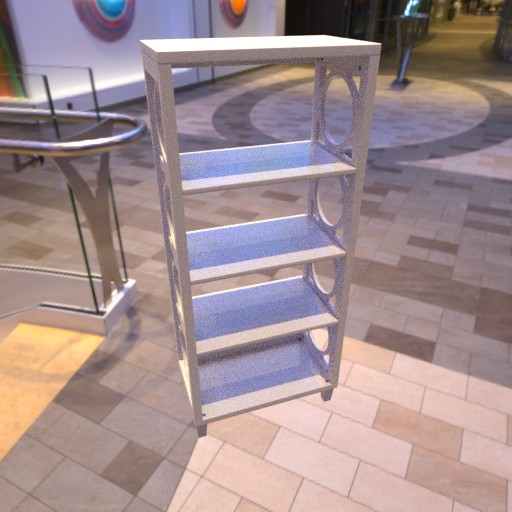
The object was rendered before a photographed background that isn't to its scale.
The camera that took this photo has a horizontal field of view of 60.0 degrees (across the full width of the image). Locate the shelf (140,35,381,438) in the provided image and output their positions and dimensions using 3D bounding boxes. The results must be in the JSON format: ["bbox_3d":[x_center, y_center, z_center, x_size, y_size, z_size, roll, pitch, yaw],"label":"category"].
[{"bbox_3d":[0.000,0.000,1.616,0.611,1.411,0.340,-10,32,-17],"label":"shelf"}]
